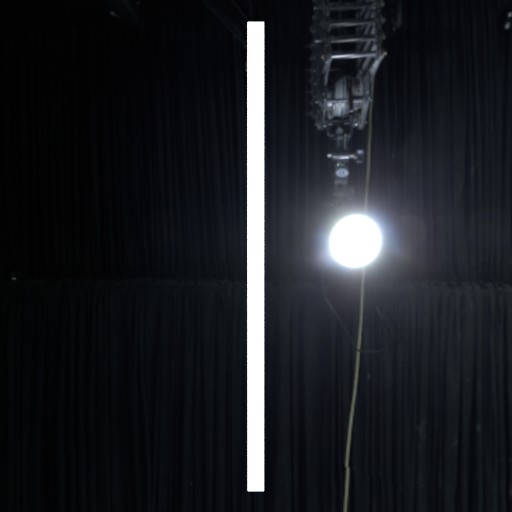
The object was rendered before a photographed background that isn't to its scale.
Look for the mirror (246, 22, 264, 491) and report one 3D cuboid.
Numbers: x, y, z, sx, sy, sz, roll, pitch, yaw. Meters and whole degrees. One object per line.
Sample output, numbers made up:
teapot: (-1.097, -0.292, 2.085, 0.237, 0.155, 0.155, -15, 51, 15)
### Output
mirror: (0.000, 0.000, 1.340, 0.040, 1.016, 0.762, 0, 1, 0)
